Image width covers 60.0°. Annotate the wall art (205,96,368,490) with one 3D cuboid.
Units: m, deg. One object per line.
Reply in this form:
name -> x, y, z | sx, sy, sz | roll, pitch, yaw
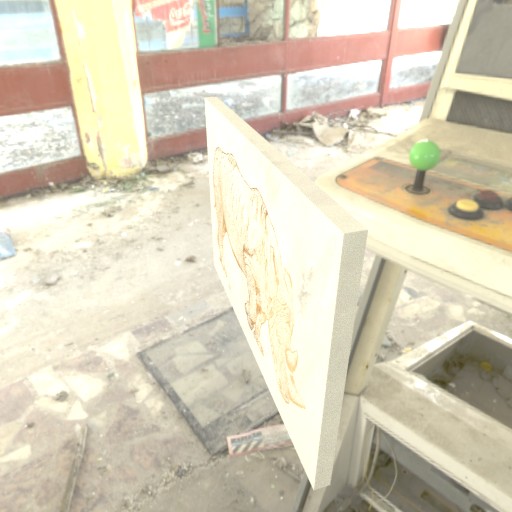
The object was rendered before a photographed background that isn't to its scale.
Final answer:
wall art -> 0.000, 0.000, 1.146 | 0.038, 0.610, 0.915 | -9, 33, -15
